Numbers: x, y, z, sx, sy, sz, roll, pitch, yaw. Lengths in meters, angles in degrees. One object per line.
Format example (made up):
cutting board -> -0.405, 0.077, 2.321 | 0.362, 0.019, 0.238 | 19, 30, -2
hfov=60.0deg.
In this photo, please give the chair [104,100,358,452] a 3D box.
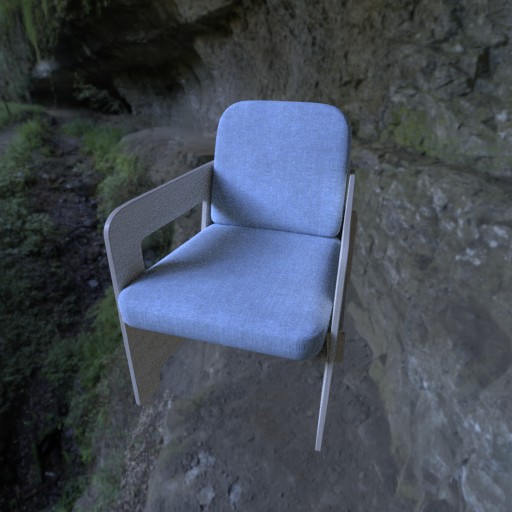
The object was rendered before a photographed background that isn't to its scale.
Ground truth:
chair -> 0.000, 0.000, 1.308 | 0.590, 0.800, 0.710 | 8, 27, 16
